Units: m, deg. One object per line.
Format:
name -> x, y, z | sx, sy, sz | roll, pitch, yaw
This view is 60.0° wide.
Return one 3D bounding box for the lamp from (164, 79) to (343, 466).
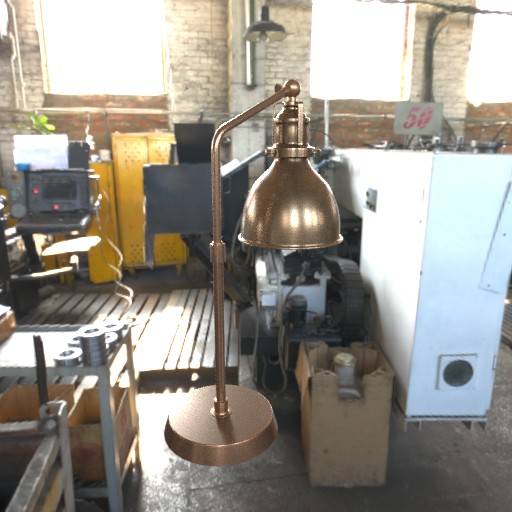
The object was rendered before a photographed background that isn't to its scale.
lamp -> 0.000, 0.000, 0.593 | 0.286, 0.456, 0.153 | -14, 19, -43
